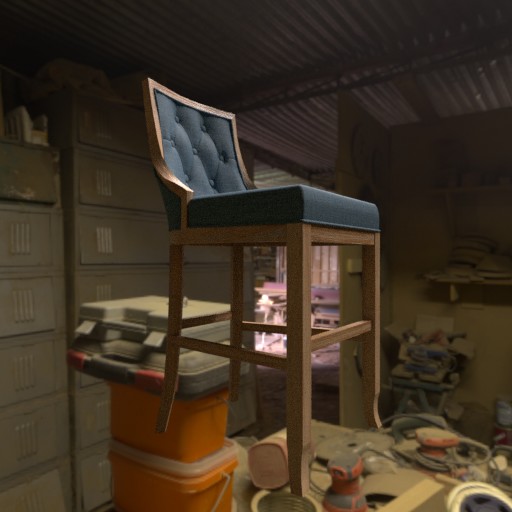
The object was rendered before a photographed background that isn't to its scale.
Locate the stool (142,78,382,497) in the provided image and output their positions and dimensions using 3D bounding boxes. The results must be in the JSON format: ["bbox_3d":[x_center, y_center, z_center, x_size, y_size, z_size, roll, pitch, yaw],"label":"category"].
[{"bbox_3d":[0.000,0.000,1.397,0.626,1.101,0.524,0,0,35],"label":"stool"}]
